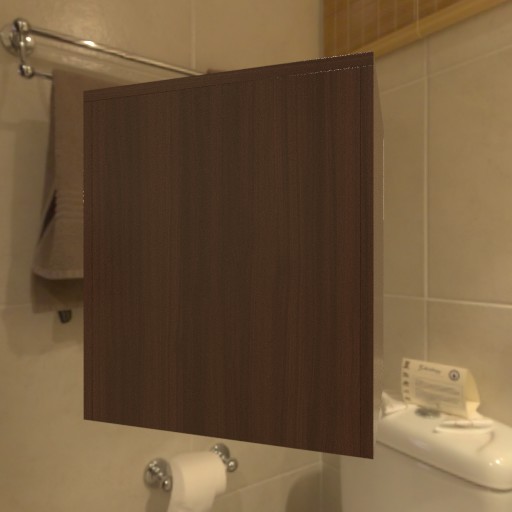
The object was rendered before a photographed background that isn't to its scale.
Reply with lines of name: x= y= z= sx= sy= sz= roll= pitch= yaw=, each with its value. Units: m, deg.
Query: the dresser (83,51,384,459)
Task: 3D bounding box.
dresser: x=0.000 y=0.000 z=0.741 sx=0.400 sy=0.470 sz=0.360 roll=0 pitch=0 yaw=18
